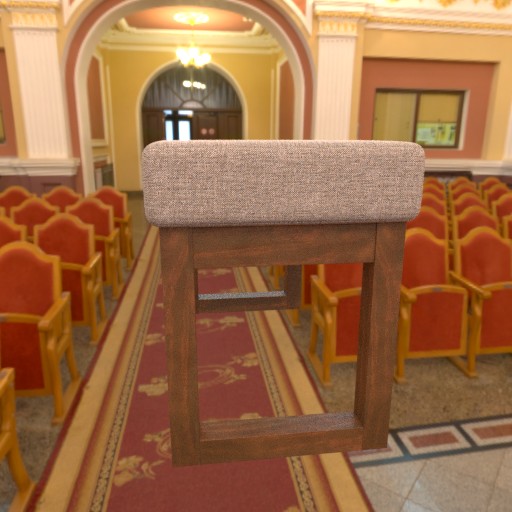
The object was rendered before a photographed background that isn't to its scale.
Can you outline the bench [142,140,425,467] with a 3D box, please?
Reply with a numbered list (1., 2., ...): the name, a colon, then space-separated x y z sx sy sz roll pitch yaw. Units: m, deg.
1. bench: 0.000 0.000 0.924 0.366 0.467 0.681 -2 15 -7
